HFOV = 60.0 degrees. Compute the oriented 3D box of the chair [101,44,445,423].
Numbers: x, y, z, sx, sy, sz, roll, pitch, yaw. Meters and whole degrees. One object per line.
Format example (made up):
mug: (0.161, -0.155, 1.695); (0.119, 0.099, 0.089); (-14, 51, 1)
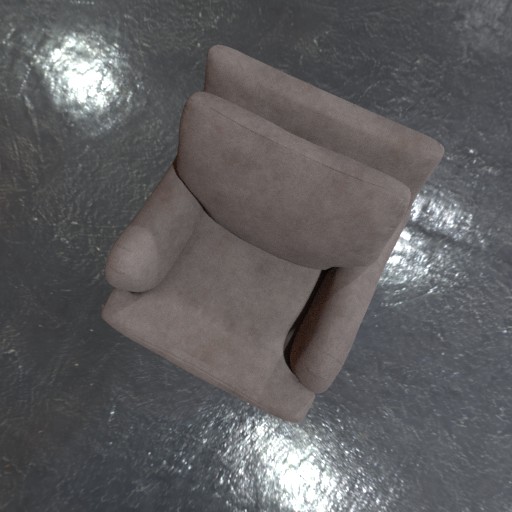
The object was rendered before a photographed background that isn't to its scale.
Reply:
chair: (0.000, 0.000, 1.824); (0.955, 0.997, 1.070); (27, 78, 6)
